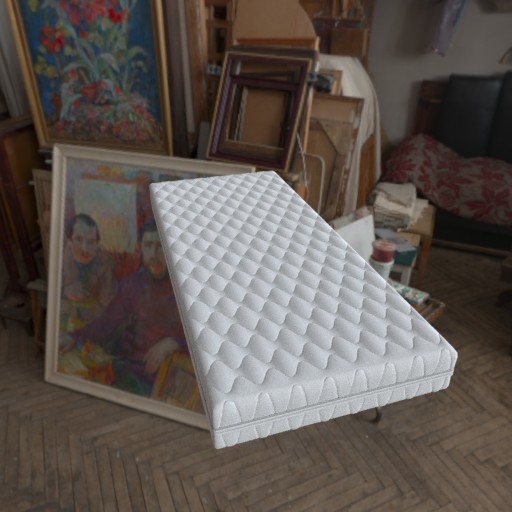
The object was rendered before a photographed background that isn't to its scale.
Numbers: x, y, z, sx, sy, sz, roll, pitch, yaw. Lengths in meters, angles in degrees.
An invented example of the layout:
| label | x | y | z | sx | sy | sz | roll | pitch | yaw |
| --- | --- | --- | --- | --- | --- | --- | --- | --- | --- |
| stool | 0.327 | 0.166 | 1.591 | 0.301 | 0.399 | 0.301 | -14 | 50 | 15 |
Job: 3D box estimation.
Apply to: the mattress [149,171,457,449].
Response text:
| label | x | y | z | sx | sy | sz | roll | pitch | yaw |
| --- | --- | --- | --- | --- | --- | --- | --- | --- | --- |
| mattress | 0.000 | 0.000 | 2.317 | 0.900 | 0.200 | 2.000 | -9 | 31 | -15 |
